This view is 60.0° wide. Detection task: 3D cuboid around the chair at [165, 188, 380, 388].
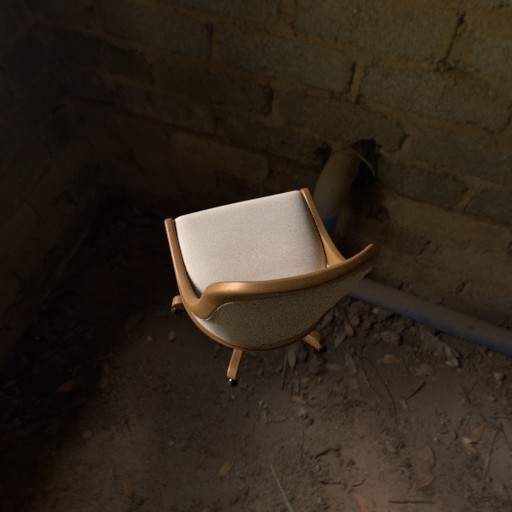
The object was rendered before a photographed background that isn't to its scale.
[{"bbox_3d":[0.000,0.000,1.530,0.702,1.009,0.811,-14,59,-9],"label":"chair"}]
